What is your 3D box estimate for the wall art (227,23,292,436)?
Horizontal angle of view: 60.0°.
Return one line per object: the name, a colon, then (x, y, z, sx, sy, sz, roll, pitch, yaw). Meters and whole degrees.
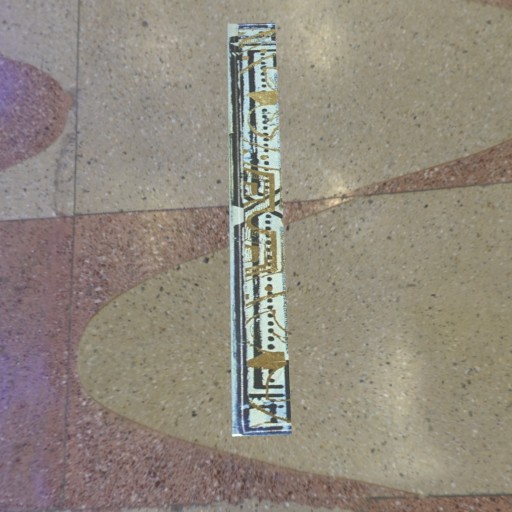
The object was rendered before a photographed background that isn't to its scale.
wall art: (0.000, 0.000, 0.460, 0.038, 0.306, 0.302, -1, 77, 0)
